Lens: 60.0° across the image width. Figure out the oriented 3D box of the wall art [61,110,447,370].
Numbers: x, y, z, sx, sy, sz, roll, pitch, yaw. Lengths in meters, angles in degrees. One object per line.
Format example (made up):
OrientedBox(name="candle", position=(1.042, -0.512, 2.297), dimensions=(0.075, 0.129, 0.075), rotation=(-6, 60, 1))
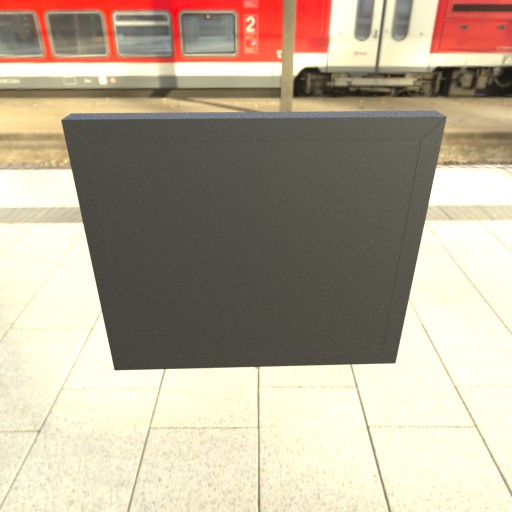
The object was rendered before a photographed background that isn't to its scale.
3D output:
OrientedBox(name="wall art", position=(0.000, 0.000, 0.532), dimensions=(0.381, 0.330, 0.029), rotation=(-1, 30, -2))
